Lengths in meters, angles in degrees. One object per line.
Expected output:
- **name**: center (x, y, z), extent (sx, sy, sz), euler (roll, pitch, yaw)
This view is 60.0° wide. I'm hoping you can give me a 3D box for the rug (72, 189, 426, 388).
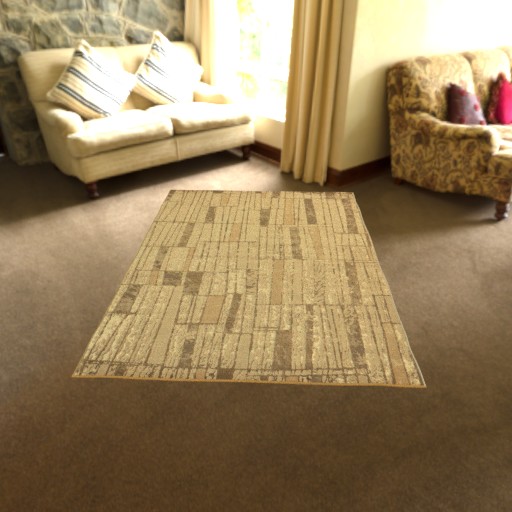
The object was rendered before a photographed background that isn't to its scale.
- **rug**: center (0.000, 0.000, 4.471), extent (2.449, 0.019, 3.357), euler (1, 31, 2)
